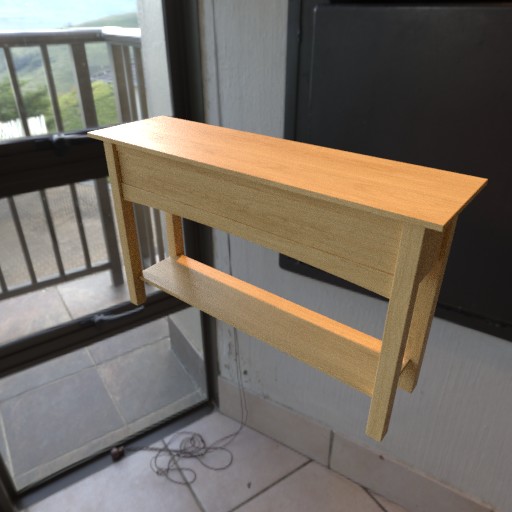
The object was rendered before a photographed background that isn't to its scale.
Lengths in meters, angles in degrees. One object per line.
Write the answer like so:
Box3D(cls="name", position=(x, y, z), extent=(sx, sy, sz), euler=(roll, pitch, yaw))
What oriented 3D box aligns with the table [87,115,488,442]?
Box3D(cls="table", position=(0.000, 0.000, 1.530), extent=(1.240, 0.730, 0.350), euler=(21, 36, 32))
